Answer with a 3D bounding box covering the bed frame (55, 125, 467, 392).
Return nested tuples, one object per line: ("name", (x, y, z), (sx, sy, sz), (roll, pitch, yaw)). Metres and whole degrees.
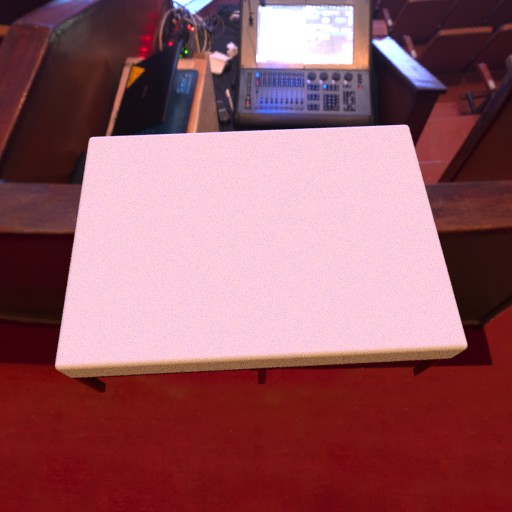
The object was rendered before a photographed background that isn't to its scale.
("bed frame", (0.000, 0.000, 2.680), (1.956, 0.659, 1.408), (-3, 63, -1))
